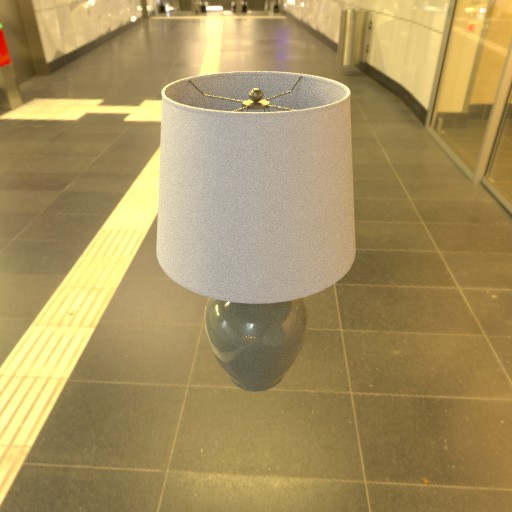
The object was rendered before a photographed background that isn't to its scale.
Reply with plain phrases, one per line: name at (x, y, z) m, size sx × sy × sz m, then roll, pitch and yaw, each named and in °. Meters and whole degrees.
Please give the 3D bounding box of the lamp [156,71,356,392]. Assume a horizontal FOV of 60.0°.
lamp at (0.000, 0.000, 0.553) m, size 0.239 × 0.399 × 0.239 m, roll 0°, pitch 32°, yaw 0°
